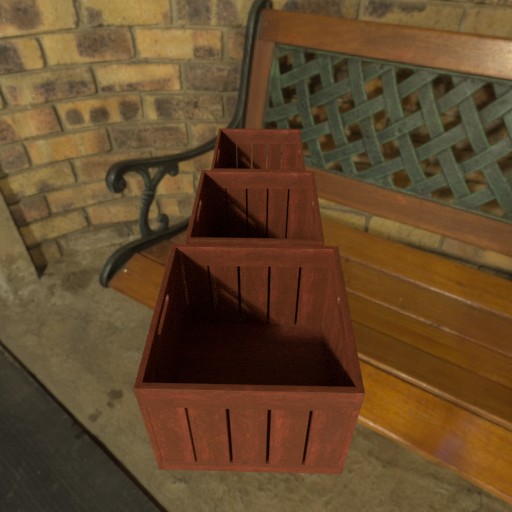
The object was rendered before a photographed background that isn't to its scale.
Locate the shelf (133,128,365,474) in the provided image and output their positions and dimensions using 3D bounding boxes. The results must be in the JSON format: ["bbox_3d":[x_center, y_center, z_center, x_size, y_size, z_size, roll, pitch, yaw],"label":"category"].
[{"bbox_3d":[0.000,0.000,1.256,0.393,0.311,1.064,1,41,1],"label":"shelf"}]
